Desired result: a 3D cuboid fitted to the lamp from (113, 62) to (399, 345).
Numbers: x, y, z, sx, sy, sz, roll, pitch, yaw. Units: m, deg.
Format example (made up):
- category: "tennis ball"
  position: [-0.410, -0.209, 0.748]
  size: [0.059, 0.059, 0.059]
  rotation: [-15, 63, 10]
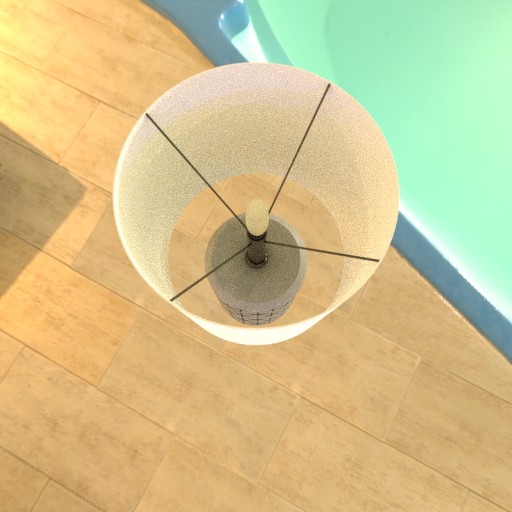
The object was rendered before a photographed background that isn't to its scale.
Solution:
- category: "lamp"
  position: [0.000, 0.000, 0.521]
  size: [0.206, 0.416, 0.206]
  rotation: [33, 78, 8]
